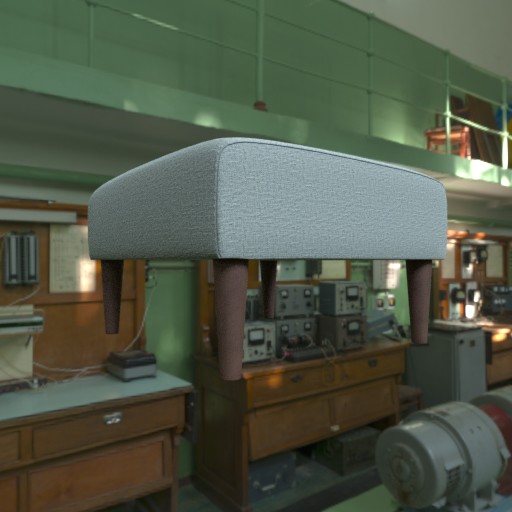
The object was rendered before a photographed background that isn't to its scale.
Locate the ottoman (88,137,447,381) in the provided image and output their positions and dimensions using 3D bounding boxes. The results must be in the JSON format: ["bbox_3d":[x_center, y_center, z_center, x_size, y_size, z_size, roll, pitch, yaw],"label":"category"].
[{"bbox_3d":[0.000,0.000,1.080,0.649,0.398,0.650,1,-1,-37],"label":"ottoman"}]
